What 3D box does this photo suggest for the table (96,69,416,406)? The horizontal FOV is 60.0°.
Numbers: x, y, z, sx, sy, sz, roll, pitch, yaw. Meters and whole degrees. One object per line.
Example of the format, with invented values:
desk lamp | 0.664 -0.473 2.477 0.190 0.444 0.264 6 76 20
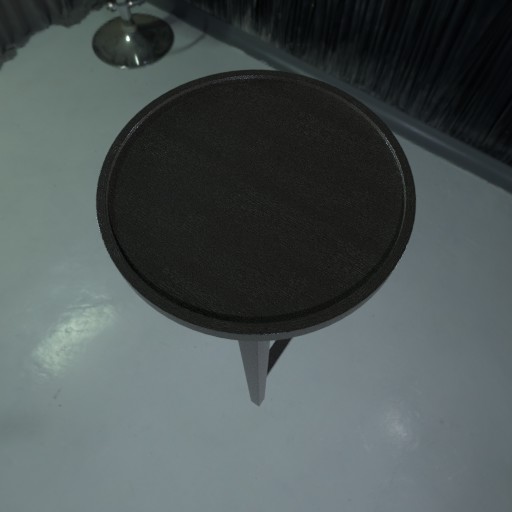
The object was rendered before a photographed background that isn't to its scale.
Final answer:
table | 0.000 0.000 0.937 0.500 0.531 0.500 0 63 0
